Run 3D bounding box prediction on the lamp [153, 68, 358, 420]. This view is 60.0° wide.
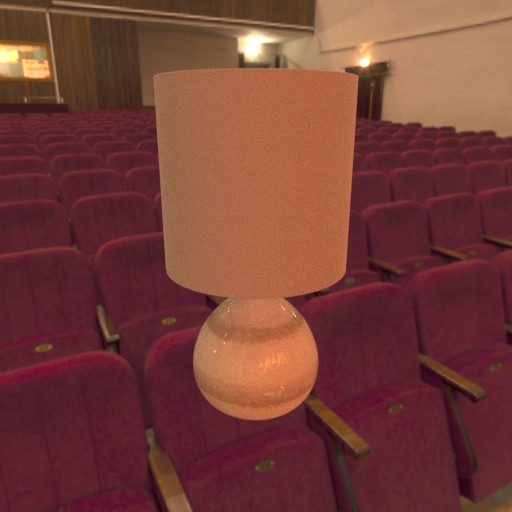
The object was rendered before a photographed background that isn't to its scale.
[{"bbox_3d":[0.000,0.000,0.540,0.217,0.404,0.217,-9,20,-26],"label":"lamp"}]
